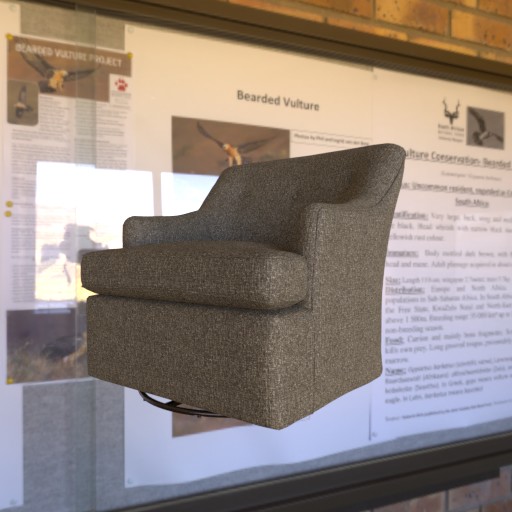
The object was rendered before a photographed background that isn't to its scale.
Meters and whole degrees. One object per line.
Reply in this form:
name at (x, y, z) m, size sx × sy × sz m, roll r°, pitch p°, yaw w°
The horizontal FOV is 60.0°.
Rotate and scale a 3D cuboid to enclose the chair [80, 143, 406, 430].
chair at (0.000, 0.000, 1.572) m, size 0.864 × 0.856 × 0.923 m, roll 0°, pitch 1°, yaw 37°
